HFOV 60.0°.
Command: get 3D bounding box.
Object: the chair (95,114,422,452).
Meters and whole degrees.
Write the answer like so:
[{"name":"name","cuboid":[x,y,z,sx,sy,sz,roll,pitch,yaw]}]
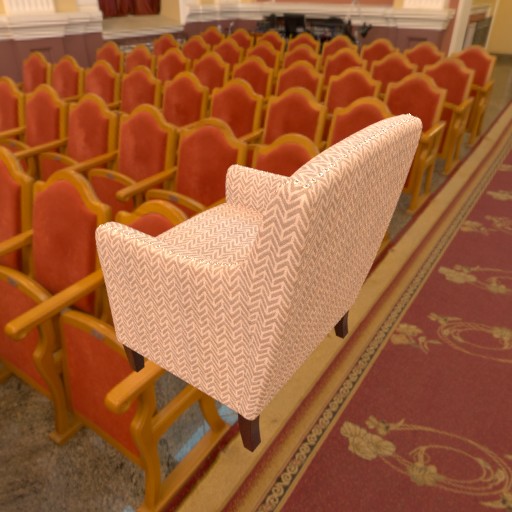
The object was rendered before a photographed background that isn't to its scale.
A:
[{"name":"chair","cuboid":[0.000,0.000,1.308,0.651,0.816,0.623,20,37,30]}]
